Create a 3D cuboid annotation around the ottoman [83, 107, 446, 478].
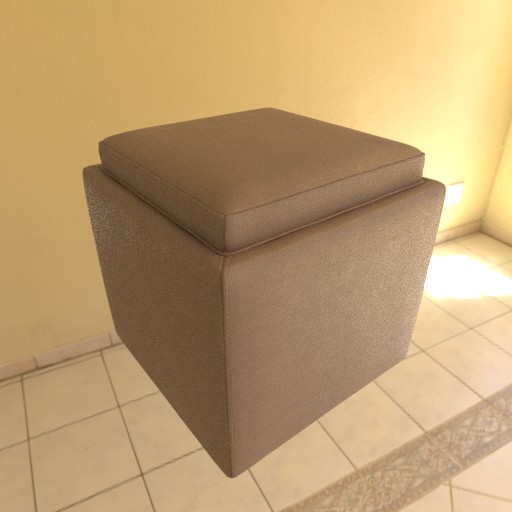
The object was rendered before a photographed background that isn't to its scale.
[{"bbox_3d":[0.000,0.000,0.815,0.451,0.460,0.450,-21,37,-32],"label":"ottoman"}]
